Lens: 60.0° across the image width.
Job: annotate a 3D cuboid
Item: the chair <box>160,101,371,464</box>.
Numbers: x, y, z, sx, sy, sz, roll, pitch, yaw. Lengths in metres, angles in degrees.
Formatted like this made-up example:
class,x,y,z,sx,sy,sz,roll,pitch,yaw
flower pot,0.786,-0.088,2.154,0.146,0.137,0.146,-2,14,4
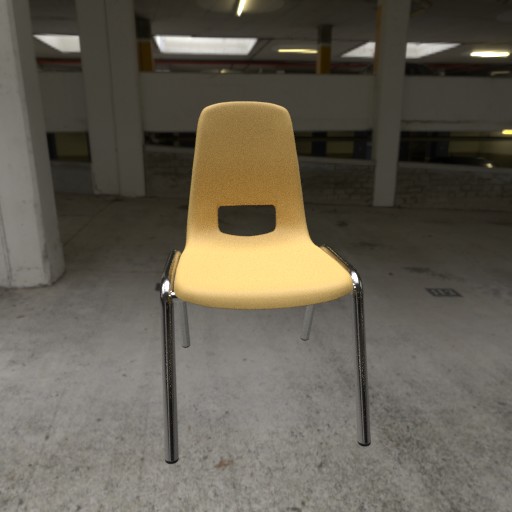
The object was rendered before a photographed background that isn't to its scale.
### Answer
class,x,y,z,sx,sy,sz,roll,pitch,yaw
chair,0.000,0.000,0.864,0.354,0.586,0.423,-2,17,-7
